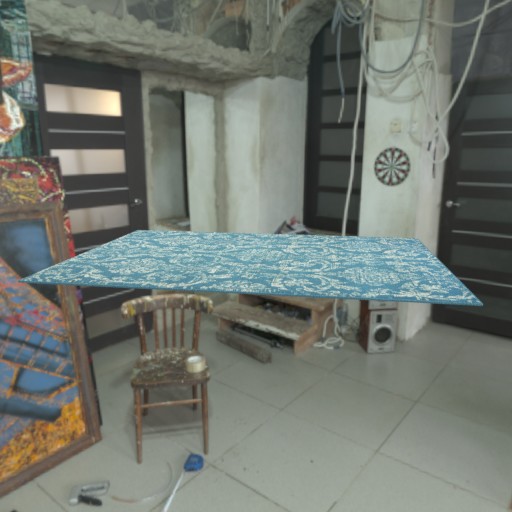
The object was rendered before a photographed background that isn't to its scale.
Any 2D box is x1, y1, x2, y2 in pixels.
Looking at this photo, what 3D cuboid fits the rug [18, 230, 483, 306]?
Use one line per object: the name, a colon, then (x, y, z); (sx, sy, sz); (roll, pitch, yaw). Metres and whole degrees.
rug: (0.000, 0.000, 3.445); (2.746, 0.018, 1.816); (2, 14, 9)
